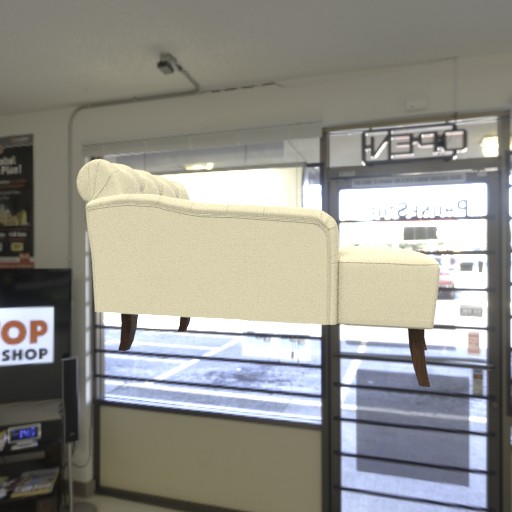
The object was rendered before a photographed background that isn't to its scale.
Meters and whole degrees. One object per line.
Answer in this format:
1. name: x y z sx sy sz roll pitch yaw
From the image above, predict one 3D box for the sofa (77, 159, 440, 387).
1. sofa: 0.000 0.000 1.826 1.379 0.787 0.675 0 0 20
